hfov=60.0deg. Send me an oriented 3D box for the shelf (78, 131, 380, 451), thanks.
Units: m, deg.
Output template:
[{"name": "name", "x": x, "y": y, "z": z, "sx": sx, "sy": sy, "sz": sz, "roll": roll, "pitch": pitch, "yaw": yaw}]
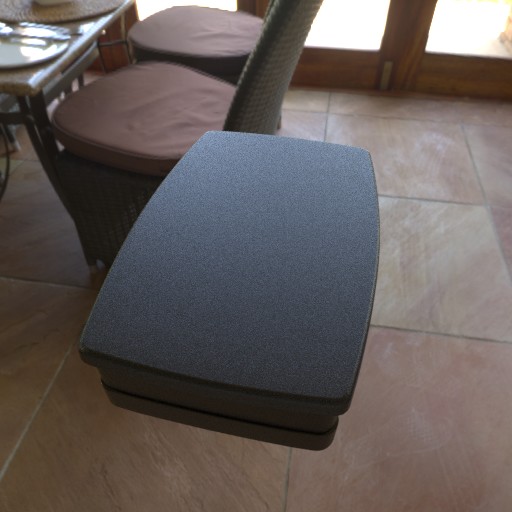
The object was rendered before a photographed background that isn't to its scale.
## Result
[{"name": "shelf", "x": 0.000, "y": 0.000, "z": 0.538, "sx": 0.280, "sy": 0.100, "sz": 0.410, "roll": 9, "pitch": 46, "yaw": 9}]
